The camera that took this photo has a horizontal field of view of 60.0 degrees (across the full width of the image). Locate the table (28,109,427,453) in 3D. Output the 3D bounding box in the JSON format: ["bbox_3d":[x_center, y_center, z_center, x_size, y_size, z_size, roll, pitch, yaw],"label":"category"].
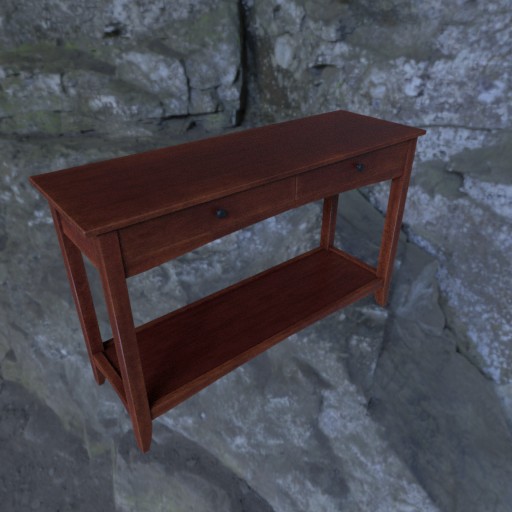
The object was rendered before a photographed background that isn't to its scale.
[{"bbox_3d":[0.000,0.000,1.515,1.188,0.739,0.392,-23,38,-32],"label":"table"}]
